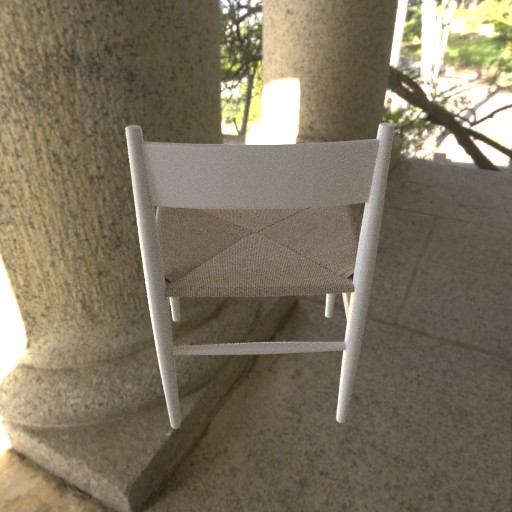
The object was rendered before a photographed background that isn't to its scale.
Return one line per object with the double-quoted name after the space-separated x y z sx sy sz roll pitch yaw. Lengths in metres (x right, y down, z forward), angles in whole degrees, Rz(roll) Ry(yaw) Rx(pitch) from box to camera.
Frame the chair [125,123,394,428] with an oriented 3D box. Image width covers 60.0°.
0.000 0.000 1.121 0.556 0.762 0.495 -1 30 -2 "chair"
